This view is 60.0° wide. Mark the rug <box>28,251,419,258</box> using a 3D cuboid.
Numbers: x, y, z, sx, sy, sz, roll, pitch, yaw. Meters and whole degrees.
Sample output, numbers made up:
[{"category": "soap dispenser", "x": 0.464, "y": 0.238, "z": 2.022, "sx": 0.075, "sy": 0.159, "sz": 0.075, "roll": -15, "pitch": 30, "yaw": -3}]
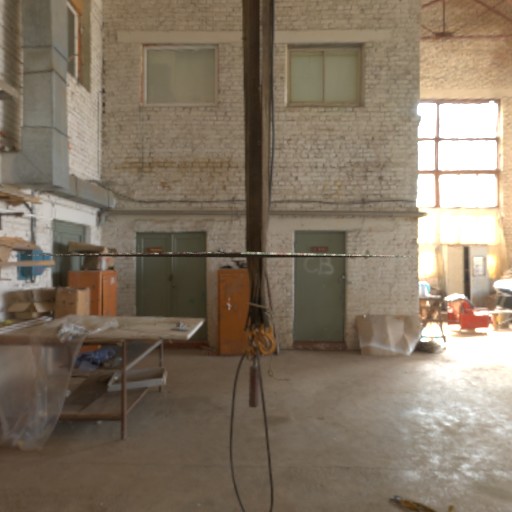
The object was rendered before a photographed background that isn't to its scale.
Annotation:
[{"category": "rug", "x": 0.000, "y": 0.000, "z": 3.084, "sx": 1.524, "sy": 0.011, "sz": 2.438, "roll": 0, "pitch": -1, "yaw": 37}]
